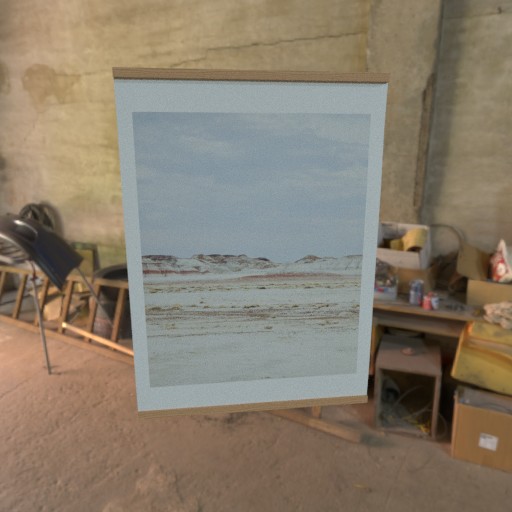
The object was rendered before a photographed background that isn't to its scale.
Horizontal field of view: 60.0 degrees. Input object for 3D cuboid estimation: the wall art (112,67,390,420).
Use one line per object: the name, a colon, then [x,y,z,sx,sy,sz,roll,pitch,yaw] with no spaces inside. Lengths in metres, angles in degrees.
wall art: [0.000,0.000,1.303,0.739,1.016,0.020,-2,14,-7]
